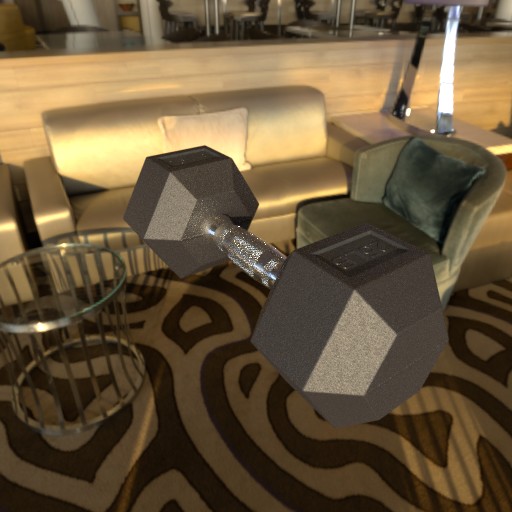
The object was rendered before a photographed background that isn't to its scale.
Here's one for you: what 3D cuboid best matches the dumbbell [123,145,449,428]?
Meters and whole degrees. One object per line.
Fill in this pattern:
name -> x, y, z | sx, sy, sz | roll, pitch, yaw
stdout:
dumbbell -> 0.000, 0.000, 0.375 | 0.129, 0.113, 0.315 | -20, 36, -30
